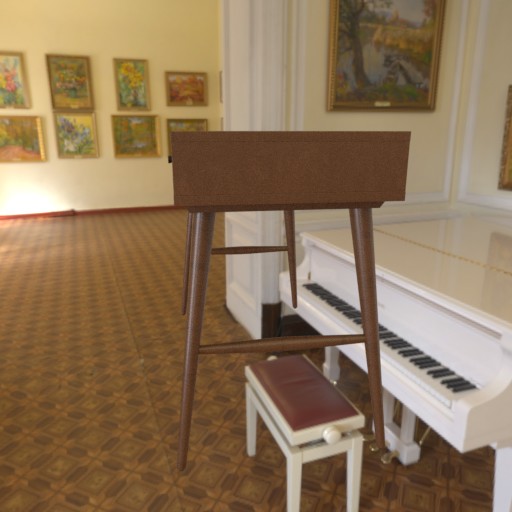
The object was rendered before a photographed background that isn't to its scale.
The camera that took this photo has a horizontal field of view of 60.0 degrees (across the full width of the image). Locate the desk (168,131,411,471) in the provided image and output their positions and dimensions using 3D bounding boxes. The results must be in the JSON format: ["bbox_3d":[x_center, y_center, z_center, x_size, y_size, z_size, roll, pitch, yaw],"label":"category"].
[{"bbox_3d":[0.000,0.000,1.397,0.510,0.758,0.949,-2,16,-8],"label":"desk"}]
